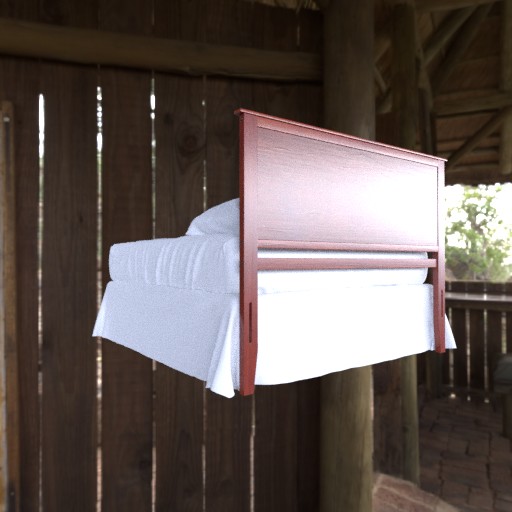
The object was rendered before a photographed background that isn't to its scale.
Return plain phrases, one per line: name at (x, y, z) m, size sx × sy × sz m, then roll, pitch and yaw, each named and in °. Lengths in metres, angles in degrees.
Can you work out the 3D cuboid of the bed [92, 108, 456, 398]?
bed at (0.000, 0.000, 3.248) m, size 1.870 × 1.270 × 2.050 m, roll 1°, pitch -1°, yaw -36°
